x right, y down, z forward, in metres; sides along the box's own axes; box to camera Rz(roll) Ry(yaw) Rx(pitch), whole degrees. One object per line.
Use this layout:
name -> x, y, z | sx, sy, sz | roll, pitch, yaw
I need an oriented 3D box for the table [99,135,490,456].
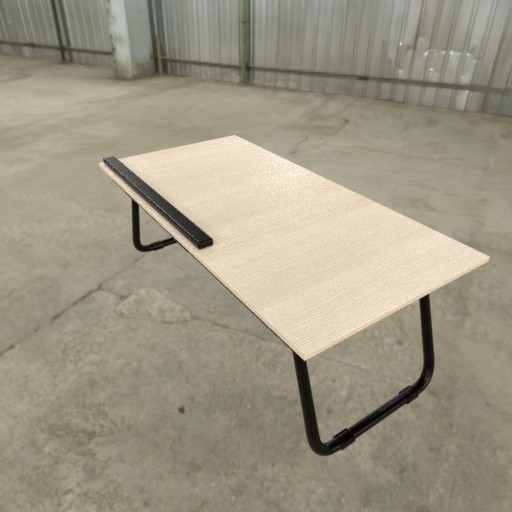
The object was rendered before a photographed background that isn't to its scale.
table -> 0.000, 0.000, 0.799 | 0.322, 0.242, 0.644 | -20, 38, -29
